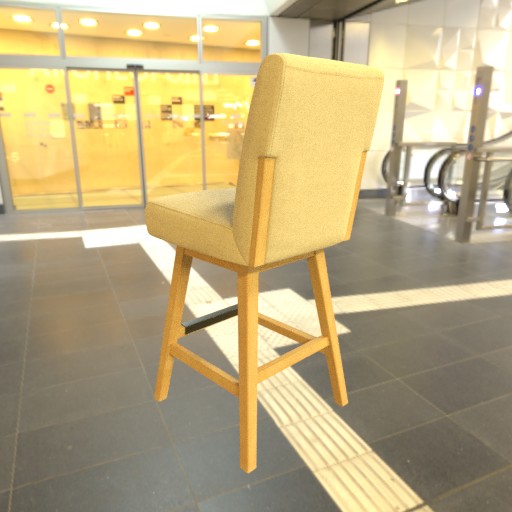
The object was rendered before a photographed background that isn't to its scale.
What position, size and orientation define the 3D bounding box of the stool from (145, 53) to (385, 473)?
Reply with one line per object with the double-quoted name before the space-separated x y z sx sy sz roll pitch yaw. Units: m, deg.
"stool" 0.000 0.000 1.297 0.446 1.015 0.543 -15 22 -41
